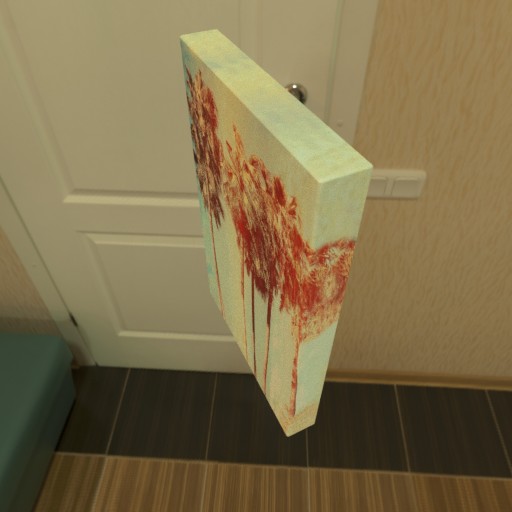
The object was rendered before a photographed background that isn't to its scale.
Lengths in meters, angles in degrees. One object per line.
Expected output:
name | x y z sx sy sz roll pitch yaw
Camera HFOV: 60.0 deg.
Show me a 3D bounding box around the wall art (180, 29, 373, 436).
wall art | 0.000 0.000 0.480 0.039 0.380 0.251 -19 49 -18
